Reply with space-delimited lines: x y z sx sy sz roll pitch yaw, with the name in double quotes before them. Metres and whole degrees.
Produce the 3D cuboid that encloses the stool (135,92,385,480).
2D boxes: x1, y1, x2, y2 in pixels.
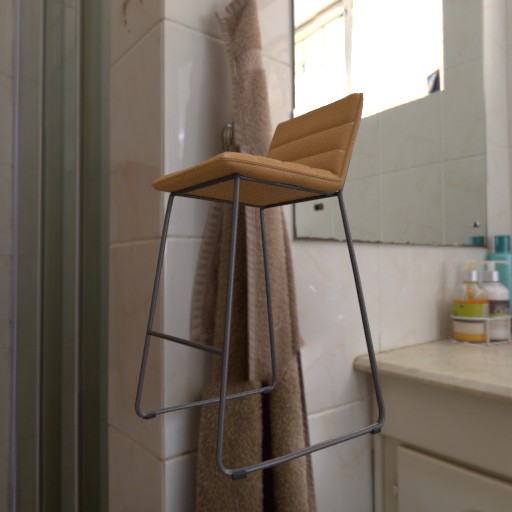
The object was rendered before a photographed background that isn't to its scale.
"stool" 0.000 0.000 1.242 0.524 0.936 0.489 1 -2 -37
